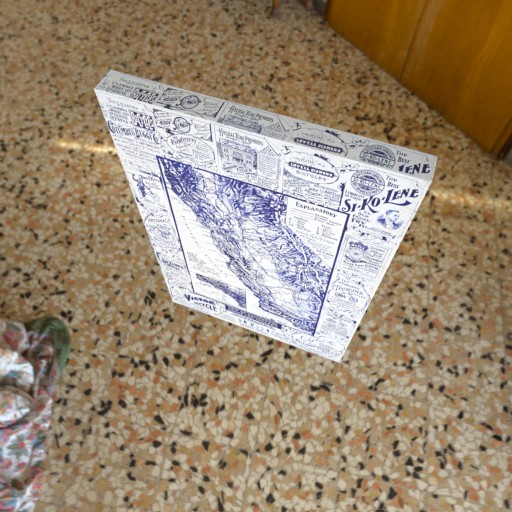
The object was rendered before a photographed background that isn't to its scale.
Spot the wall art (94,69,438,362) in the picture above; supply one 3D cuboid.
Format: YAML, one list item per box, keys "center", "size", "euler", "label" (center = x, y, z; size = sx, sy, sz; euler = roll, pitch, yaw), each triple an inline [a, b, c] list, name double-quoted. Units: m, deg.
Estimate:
- center: [0.000, 0.000, 0.766]
  size: [0.408, 0.601, 0.040]
  euler: [18, 61, 11]
  label: "wall art"
